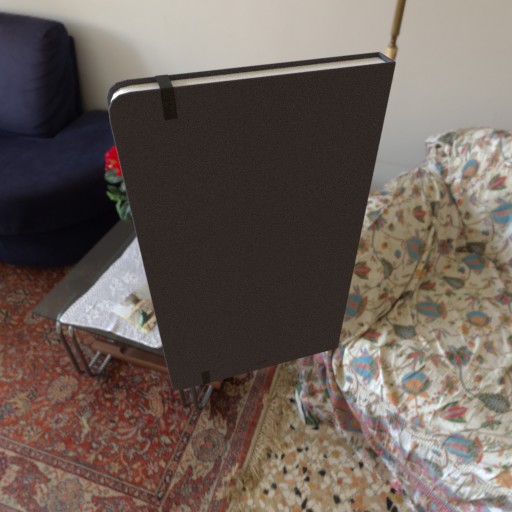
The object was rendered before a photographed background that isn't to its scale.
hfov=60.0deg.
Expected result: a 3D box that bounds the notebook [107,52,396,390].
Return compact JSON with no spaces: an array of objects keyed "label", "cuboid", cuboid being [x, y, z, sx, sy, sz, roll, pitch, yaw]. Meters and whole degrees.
[{"label":"notebook","cuboid":[0.000,0.000,0.261,0.127,0.213,0.016,-12,43,-13]}]
